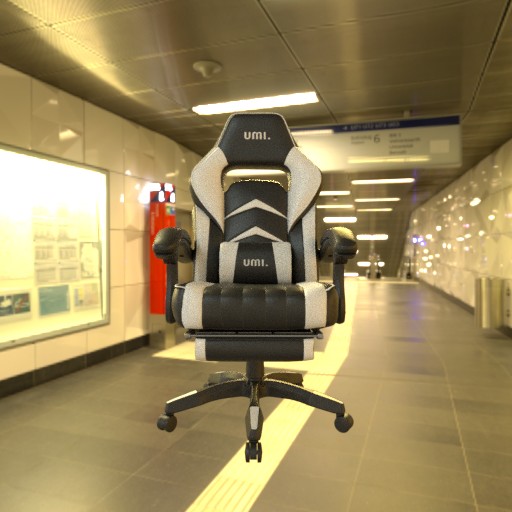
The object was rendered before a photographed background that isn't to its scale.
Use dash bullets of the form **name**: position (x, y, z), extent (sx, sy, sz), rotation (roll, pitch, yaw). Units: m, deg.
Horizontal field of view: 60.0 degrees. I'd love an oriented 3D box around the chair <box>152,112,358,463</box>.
- **chair**: position (0.000, 0.000, 1.616), extent (0.676, 1.200, 0.700), rotation (0, 1, 0)
